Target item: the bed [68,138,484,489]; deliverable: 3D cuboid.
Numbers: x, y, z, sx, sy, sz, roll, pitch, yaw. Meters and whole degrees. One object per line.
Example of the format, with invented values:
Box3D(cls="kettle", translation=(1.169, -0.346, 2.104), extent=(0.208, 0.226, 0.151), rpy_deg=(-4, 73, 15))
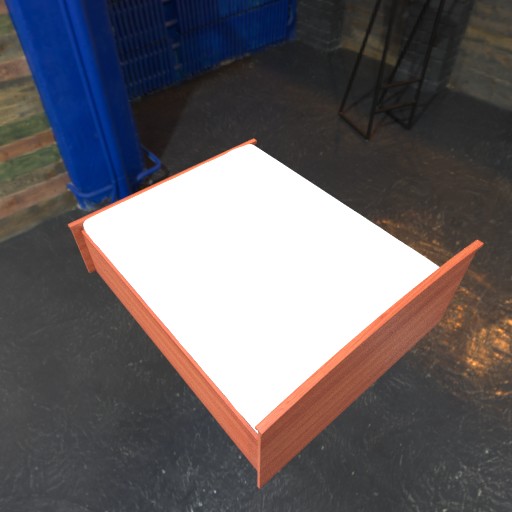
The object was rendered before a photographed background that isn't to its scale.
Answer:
Box3D(cls="bed", translation=(0.000, 0.000, 2.961), extent=(1.683, 0.848, 2.053), rpy_deg=(-32, 54, -26))
